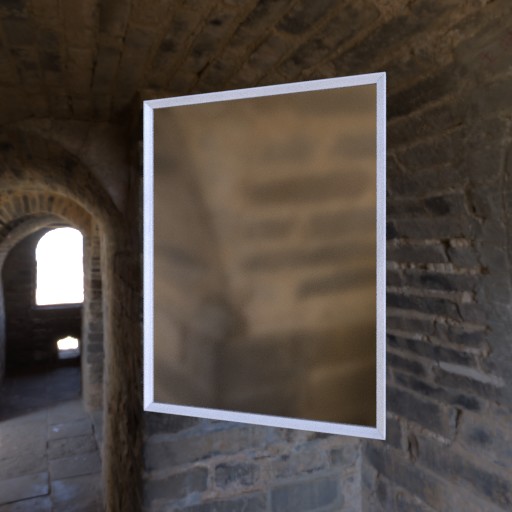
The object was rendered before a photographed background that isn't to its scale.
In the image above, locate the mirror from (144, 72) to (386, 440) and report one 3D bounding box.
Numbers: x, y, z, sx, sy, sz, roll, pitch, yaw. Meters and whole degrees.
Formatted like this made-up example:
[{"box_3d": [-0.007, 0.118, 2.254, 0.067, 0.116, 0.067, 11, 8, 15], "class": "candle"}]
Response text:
[{"box_3d": [0.000, 0.000, 1.358, 0.762, 1.016, 0.041, 0, 0, 18], "class": "mirror"}]
